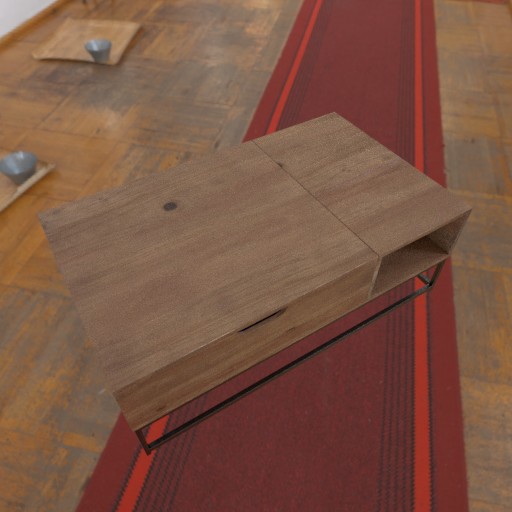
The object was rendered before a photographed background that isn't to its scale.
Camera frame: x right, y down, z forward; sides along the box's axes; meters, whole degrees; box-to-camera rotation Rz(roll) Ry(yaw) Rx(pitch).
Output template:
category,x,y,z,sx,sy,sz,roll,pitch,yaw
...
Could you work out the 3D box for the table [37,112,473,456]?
category,x,y,z,sx,sy,sz,roll,pitch,yaw
table,0.000,0.000,1.443,1.101,0.395,0.655,-24,52,-21
